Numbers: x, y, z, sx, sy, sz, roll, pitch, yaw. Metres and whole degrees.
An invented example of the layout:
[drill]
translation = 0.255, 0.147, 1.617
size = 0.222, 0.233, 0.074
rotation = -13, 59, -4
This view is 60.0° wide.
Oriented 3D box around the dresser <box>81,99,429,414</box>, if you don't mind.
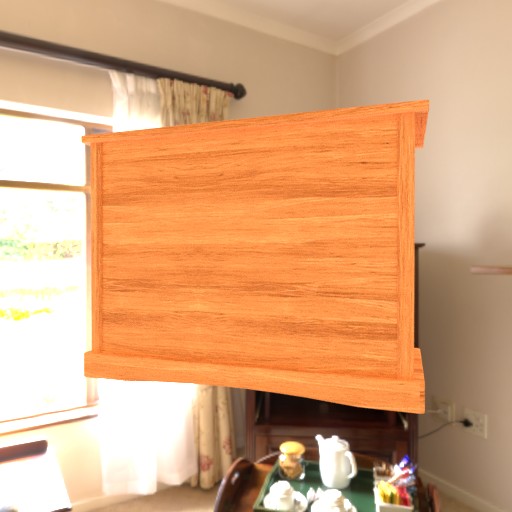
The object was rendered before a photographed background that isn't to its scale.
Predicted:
[dresser]
translation = 0.000, 0.000, 1.386
size = 0.990, 0.740, 0.410
rotation = 0, 0, 19
